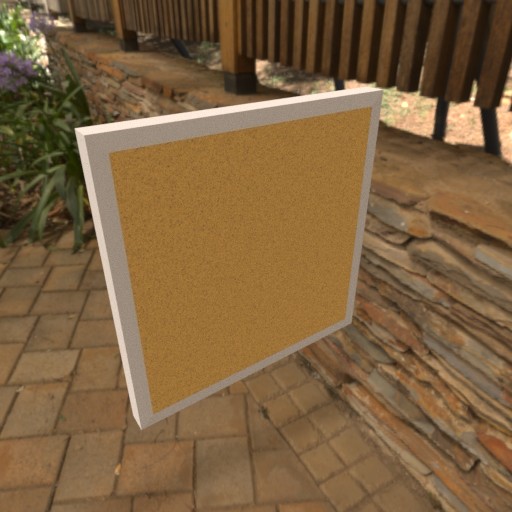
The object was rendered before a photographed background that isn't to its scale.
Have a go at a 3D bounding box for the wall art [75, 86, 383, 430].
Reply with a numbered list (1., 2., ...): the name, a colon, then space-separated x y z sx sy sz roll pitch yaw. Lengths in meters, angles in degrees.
1. wall art: 0.000 0.000 1.969 1.289 1.291 0.098 -19 35 -30
